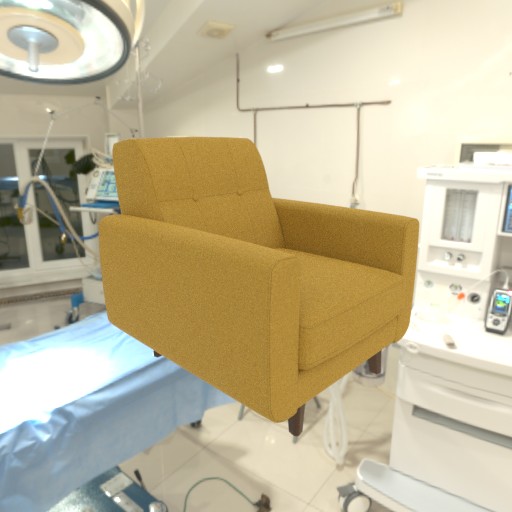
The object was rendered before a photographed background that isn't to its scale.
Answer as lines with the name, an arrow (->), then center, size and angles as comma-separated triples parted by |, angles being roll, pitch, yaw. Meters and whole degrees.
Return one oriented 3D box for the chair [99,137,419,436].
chair -> 0.000, 0.000, 1.619 | 0.909, 0.841, 0.831 | 14, 20, 41
